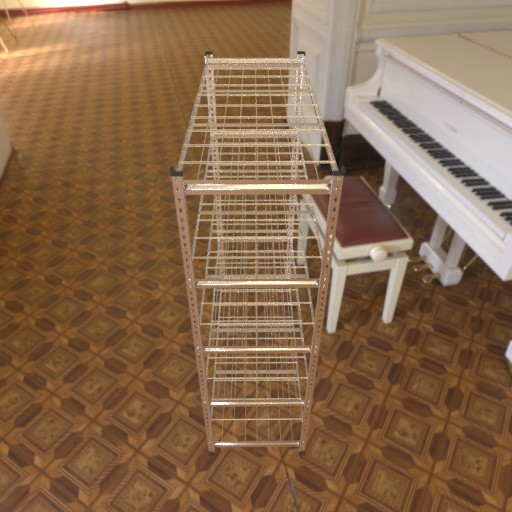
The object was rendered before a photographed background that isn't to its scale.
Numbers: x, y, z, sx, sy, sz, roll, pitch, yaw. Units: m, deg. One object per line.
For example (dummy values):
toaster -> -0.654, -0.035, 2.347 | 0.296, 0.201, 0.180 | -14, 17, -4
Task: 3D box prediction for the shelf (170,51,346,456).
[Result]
shelf -> 0.000, 0.000, 2.738 | 0.610, 1.981, 1.524 | 0, 39, 0
